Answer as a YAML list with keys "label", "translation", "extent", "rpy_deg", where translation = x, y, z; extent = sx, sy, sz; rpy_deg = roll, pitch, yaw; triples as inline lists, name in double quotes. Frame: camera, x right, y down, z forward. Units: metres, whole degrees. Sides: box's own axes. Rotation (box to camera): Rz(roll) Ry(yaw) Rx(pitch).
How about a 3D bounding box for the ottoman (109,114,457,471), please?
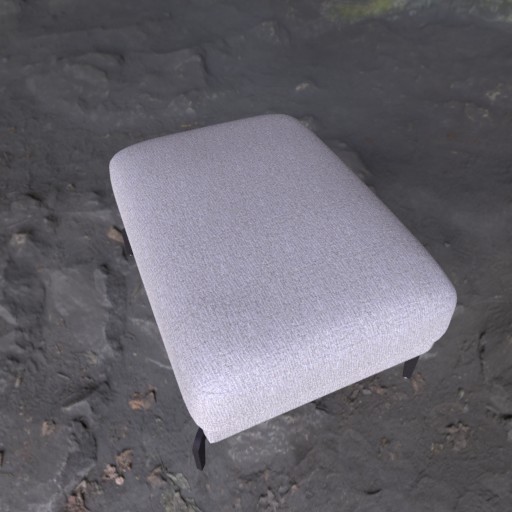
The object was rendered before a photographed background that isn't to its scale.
- label: "ottoman"
  translation: [0.000, 0.000, 1.084]
  extent: [0.568, 0.420, 0.772]
  rpy_deg: [-17, 49, -16]
